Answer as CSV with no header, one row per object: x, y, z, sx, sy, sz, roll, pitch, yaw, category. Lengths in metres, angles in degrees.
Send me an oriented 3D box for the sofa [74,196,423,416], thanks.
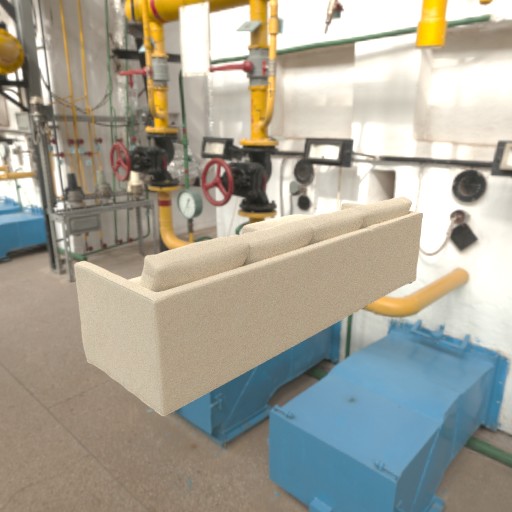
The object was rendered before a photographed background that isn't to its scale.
0.000,0.000,3.971,1.650,0.922,3.205,16,23,42,sofa
